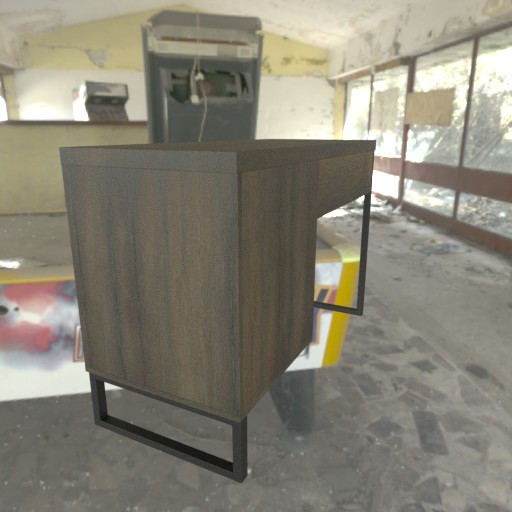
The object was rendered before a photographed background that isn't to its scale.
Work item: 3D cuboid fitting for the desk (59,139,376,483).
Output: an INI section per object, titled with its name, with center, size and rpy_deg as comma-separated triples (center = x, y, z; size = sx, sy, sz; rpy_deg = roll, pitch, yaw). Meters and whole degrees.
[desk]
center = 0.000, 0.000, 1.515
size = 0.511, 0.752, 1.134
rpy_deg = 8, 18, 26
